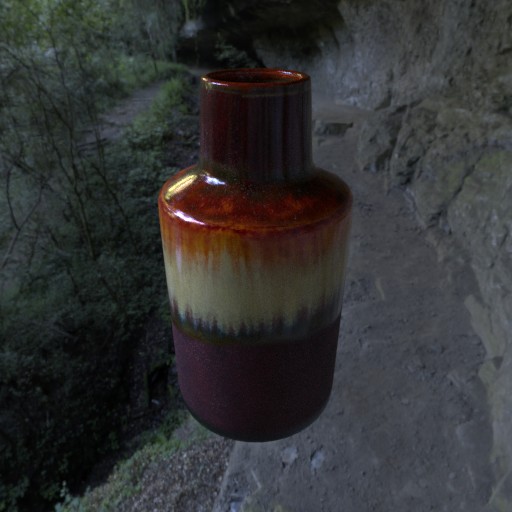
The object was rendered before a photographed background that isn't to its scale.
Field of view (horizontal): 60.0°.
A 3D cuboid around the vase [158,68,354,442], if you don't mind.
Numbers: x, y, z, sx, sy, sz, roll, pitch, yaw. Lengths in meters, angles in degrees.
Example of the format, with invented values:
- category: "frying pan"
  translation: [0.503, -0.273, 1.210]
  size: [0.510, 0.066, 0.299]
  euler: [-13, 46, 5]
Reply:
- category: "vase"
  translation: [0.000, 0.000, 0.267]
  size: [0.108, 0.204, 0.108]
  euler: [0, 30, 0]
